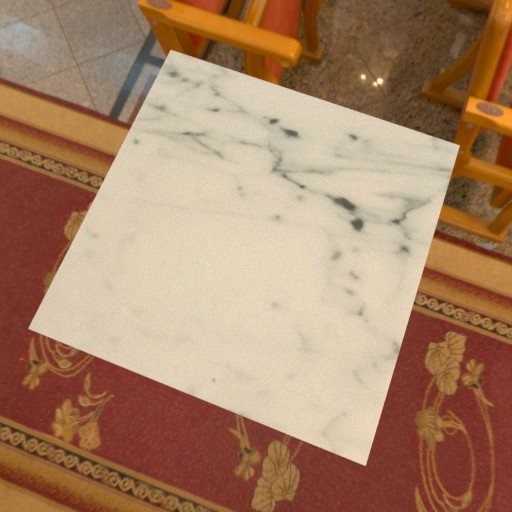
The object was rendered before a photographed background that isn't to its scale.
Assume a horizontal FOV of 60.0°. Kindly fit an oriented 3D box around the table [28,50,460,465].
[{"bbox_3d":[0.000,0.000,1.281,0.800,0.450,0.800,20,76,5],"label":"table"}]
